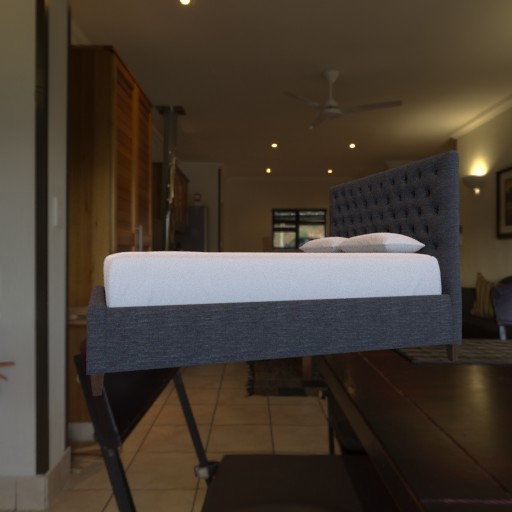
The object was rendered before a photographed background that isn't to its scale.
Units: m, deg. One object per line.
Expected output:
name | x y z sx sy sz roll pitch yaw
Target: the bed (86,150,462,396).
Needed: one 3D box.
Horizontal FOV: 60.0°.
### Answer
bed | 0.000 0.000 3.395 2.387 1.427 1.698 0 0 -19
